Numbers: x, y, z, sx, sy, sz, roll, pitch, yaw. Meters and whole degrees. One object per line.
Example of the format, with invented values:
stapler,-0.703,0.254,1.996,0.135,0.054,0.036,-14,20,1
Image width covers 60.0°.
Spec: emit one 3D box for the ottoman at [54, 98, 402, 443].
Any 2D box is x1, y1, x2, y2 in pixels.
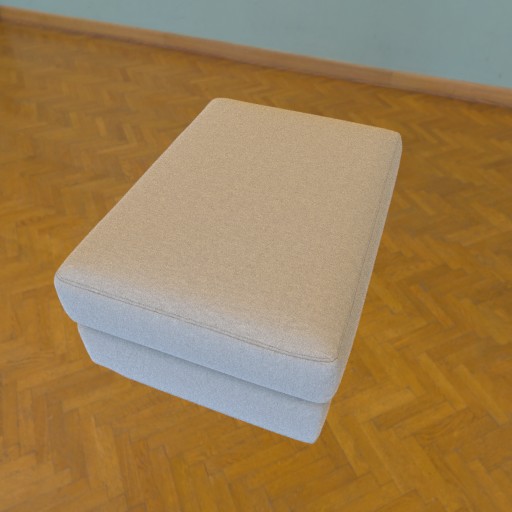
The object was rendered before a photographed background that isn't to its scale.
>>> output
ottoman,0.000,0.000,1.138,0.574,0.497,0.773,15,48,14
